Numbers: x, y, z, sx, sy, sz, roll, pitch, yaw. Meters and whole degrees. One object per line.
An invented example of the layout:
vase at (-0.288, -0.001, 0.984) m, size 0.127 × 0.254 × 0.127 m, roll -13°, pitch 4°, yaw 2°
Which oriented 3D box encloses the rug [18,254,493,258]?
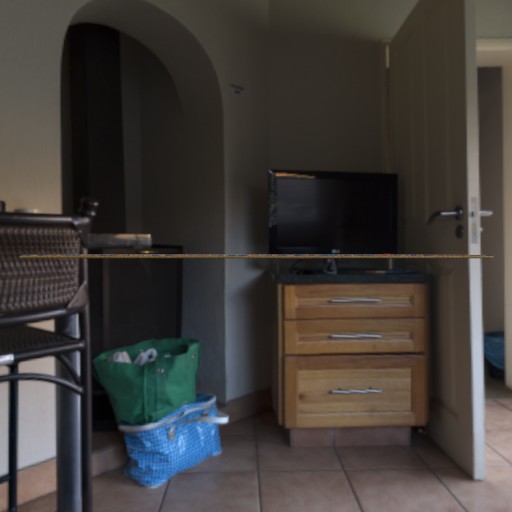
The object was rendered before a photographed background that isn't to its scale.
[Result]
rug at (0.000, 0.000, 2.207) m, size 1.758 × 0.013 × 1.148 m, roll 0°, pitch 0°, yaw 0°
